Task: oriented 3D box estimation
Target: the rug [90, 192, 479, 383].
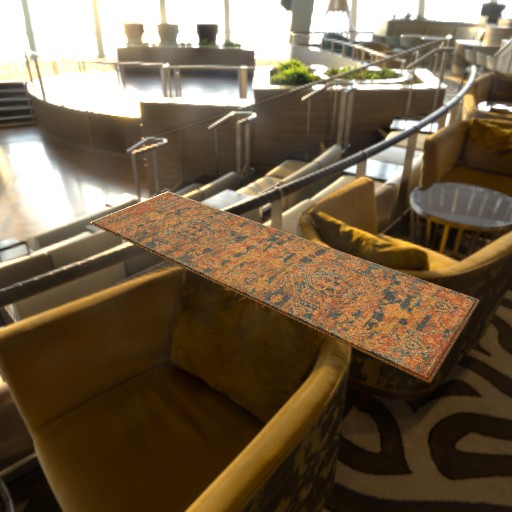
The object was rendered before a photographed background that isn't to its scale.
[{"bbox_3d":[0.000,0.000,2.051,1.820,0.013,0.556,22,37,32],"label":"rug"}]
